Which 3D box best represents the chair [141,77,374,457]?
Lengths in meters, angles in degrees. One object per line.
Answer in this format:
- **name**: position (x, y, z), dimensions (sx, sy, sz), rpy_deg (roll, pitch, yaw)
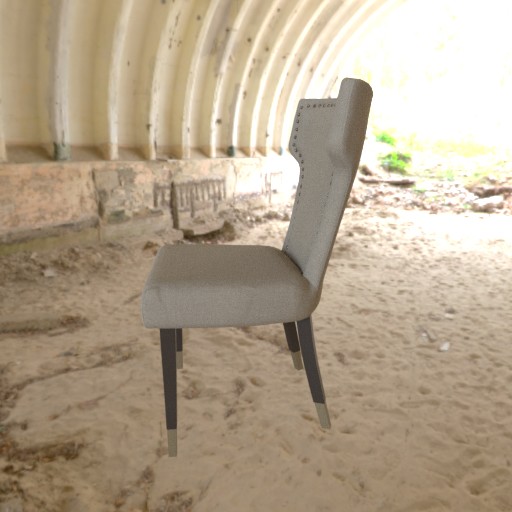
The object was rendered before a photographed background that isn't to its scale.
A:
- **chair**: position (0.000, 0.000, 1.338), dimensions (0.630, 0.955, 0.526), rpy_deg (-2, 13, -7)
